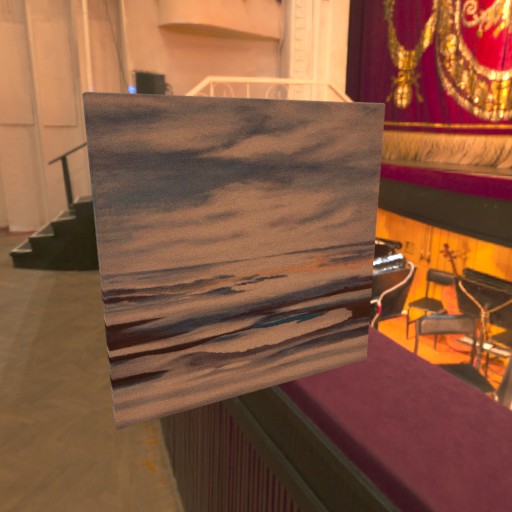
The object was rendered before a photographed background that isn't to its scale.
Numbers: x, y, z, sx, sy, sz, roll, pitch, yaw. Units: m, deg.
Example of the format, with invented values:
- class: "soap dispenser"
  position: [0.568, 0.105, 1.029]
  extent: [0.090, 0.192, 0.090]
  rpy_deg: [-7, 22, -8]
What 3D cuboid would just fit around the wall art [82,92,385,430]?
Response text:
- class: "wall art"
  position: [0.000, 0.000, 1.115]
  extent: [0.747, 0.747, 0.035]
  rpy_deg: [-8, 17, -26]
